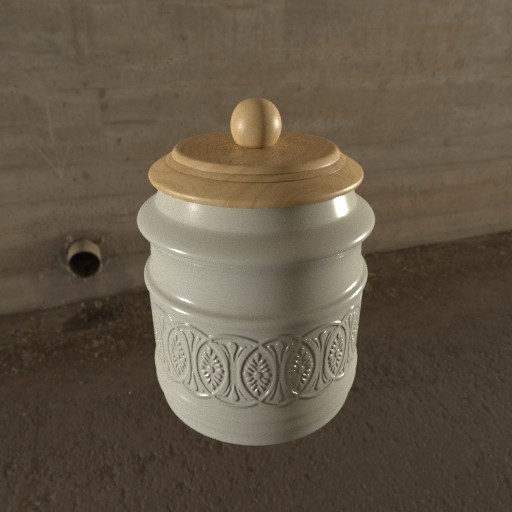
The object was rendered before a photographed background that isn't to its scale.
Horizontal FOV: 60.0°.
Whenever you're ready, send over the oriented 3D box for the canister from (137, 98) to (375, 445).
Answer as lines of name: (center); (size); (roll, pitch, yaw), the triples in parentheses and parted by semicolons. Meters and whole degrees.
canister: (0.000, 0.000, 0.261); (0.130, 0.176, 0.130); (0, 27, 0)
